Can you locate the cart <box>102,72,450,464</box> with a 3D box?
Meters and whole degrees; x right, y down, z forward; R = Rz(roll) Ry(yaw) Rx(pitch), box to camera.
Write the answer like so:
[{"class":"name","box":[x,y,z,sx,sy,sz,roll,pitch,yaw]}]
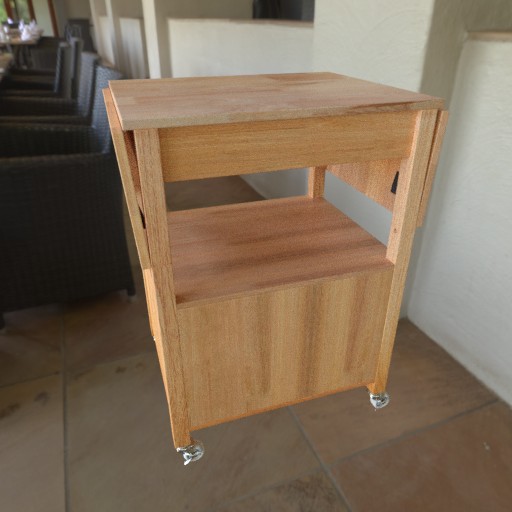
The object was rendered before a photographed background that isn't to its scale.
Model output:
[{"class":"cart","box":[0.000,0.000,1.176,0.640,0.838,0.508,-9,30,-16]}]
